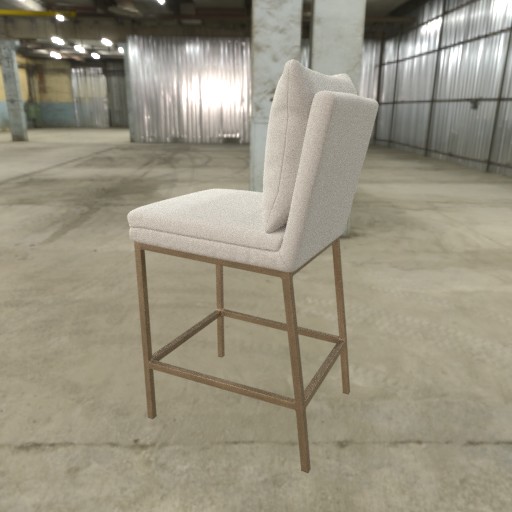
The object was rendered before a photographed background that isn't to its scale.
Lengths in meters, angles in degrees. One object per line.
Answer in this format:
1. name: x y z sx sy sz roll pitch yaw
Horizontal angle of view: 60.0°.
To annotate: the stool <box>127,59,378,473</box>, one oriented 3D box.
1. stool: 0.000 0.000 1.329 0.572 1.032 0.463 9 20 25
